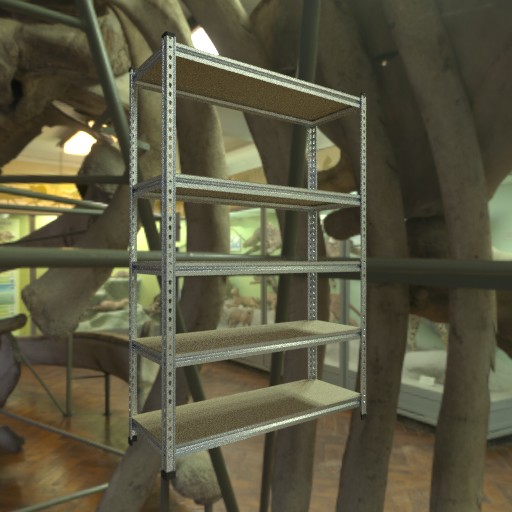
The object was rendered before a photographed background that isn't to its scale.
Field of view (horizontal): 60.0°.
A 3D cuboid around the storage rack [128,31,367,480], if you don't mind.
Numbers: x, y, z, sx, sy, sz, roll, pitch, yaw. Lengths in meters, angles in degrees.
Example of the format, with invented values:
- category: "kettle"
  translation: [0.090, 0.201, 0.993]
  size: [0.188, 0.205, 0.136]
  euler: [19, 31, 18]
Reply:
- category: "storage rack"
  translation: [0.000, 0.000, 2.336]
  size: [1.219, 1.829, 0.457]
  euler: [0, 0, -35]
